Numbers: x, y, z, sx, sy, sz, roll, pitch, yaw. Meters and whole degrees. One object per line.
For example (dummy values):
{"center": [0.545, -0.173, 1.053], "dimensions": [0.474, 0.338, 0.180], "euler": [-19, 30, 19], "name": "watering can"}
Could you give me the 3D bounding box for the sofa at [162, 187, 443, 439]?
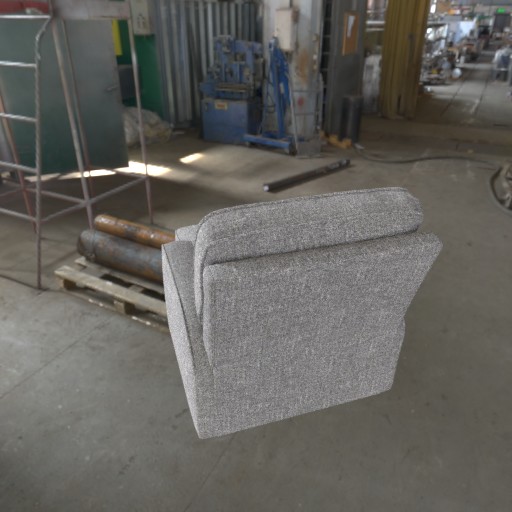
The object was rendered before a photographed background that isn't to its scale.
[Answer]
{"center": [0.000, 0.000, 2.051], "dimensions": [0.861, 0.959, 1.472], "euler": [-9, 29, -16], "name": "sofa"}
